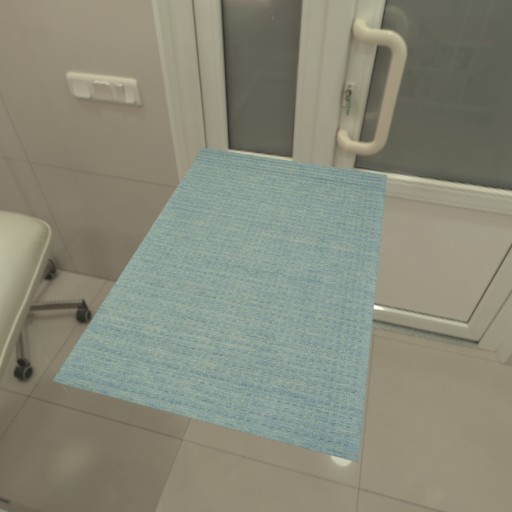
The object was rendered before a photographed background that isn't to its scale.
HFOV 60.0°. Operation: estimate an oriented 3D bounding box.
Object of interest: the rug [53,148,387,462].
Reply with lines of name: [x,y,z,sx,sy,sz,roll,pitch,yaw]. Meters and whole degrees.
rug: [0.000,0.000,3.698,1.982,0.006,2.895,11,47,10]
